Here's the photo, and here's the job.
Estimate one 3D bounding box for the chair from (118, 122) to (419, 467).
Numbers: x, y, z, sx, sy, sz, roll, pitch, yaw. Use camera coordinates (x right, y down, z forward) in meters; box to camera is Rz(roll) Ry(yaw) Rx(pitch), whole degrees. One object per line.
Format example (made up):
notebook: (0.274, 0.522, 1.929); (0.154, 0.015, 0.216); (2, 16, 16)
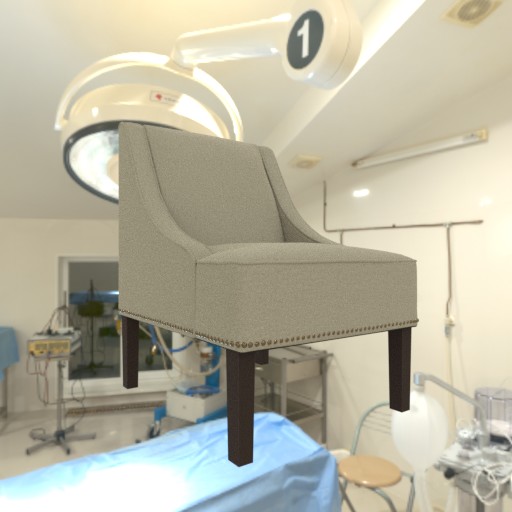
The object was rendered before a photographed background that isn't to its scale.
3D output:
chair: (0.000, 0.000, 1.333); (0.610, 0.864, 0.737); (0, 0, -36)
